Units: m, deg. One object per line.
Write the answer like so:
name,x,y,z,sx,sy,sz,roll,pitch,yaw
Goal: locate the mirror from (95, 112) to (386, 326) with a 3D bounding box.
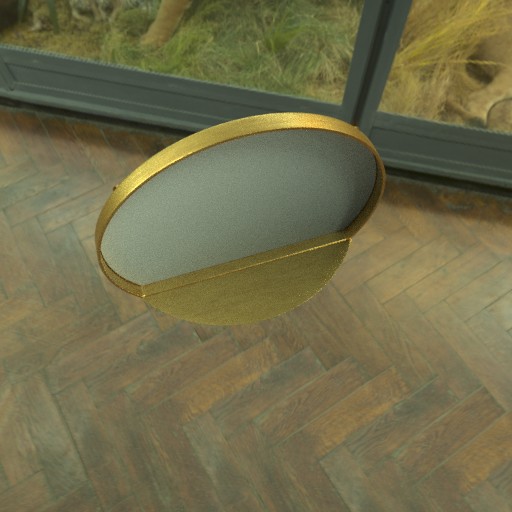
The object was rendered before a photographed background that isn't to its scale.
mirror,0.000,0.000,0.687,0.457,0.457,0.133,-16,64,-8
